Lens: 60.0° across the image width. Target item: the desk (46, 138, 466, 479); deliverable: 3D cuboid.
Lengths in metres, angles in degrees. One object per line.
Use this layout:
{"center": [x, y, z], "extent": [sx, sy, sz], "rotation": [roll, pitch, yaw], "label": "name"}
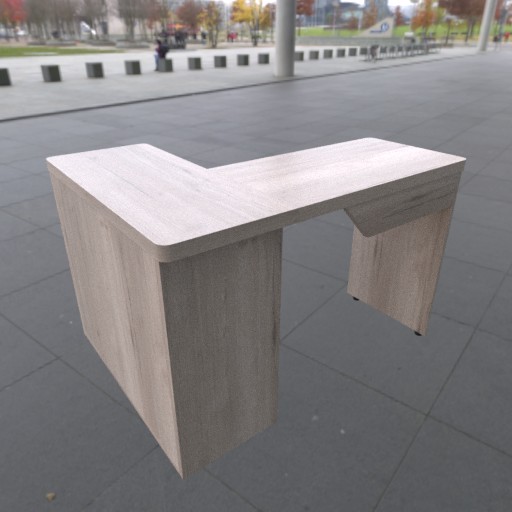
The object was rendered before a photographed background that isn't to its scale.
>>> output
{"center": [0.000, 0.000, 1.708], "extent": [1.169, 0.760, 0.900], "rotation": [-19, 33, -33], "label": "desk"}
